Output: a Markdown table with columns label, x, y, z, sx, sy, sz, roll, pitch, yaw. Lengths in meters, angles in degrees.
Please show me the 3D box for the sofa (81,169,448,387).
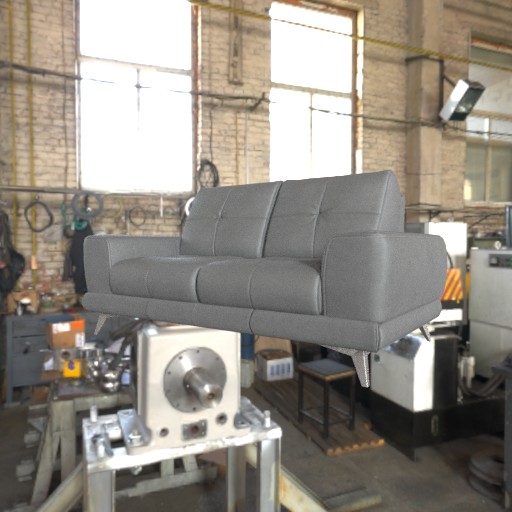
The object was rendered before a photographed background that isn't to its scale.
| label | x | y | z | sx | sy | sz | roll | pitch | yaw |
| --- | --- | --- | --- | --- | --- | --- | --- | --- | --- |
| sofa | 0.000 | 0.000 | 2.442 | 1.806 | 0.907 | 1.018 | 1 | 2 | 35 |
